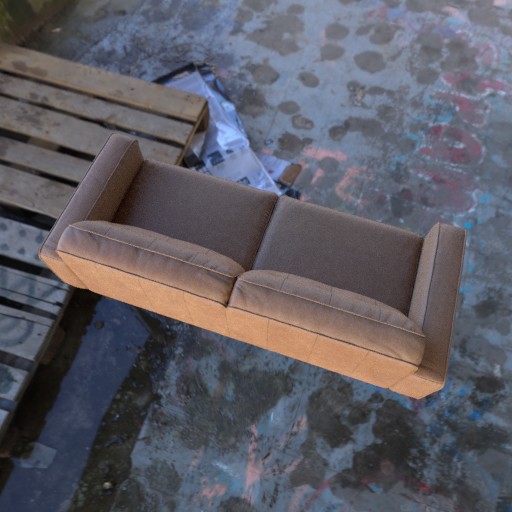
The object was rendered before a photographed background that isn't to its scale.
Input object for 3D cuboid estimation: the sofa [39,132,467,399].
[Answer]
[{"bbox_3d":[0.000,0.000,2.636,2.270,0.780,0.953,17,65,8],"label":"sofa"}]
